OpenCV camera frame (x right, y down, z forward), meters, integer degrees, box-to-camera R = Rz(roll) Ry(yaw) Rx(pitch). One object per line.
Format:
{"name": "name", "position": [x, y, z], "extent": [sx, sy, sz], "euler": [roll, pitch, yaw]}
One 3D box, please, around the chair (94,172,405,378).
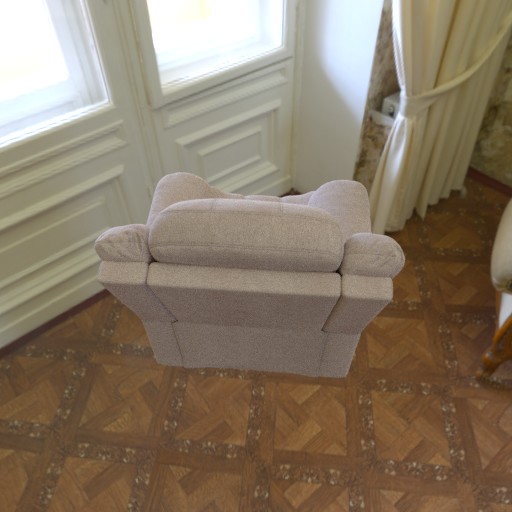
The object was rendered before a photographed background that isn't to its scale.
{"name": "chair", "position": [0.000, 0.000, 1.758], "extent": [0.899, 1.008, 0.944], "euler": [3, 46, 3]}
